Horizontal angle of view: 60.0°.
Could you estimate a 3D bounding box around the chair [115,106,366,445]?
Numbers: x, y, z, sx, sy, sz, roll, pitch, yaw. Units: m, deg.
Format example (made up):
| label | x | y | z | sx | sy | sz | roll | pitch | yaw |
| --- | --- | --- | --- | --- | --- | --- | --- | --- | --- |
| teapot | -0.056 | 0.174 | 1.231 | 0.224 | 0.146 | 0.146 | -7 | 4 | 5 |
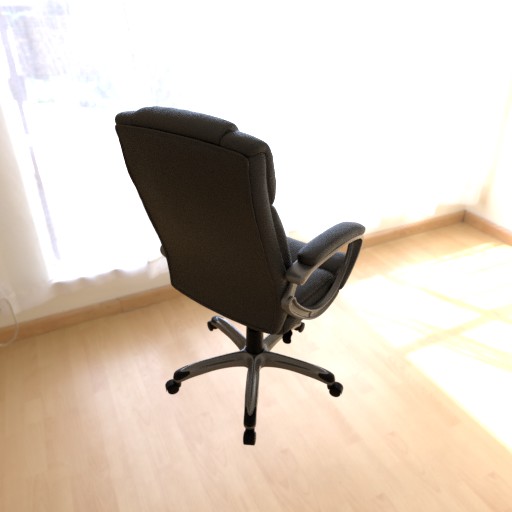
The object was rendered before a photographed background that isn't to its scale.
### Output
| label | x | y | z | sx | sy | sz | roll | pitch | yaw |
| --- | --- | --- | --- | --- | --- | --- | --- | --- | --- |
| chair | 0.000 | 0.000 | 1.613 | 0.721 | 1.130 | 0.719 | 22 | 37 | 33 |
